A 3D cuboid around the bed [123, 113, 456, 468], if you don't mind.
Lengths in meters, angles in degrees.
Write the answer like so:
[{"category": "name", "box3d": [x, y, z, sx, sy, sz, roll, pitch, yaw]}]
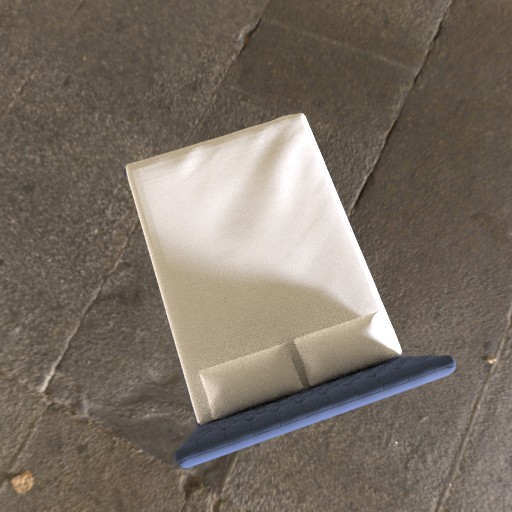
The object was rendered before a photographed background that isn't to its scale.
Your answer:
[{"category": "bed", "box3d": [0.000, 0.000, 3.441, 1.706, 1.427, 2.387, -18, 77, -4]}]
